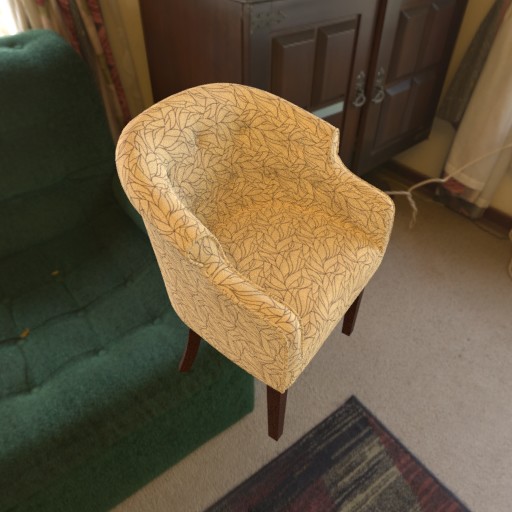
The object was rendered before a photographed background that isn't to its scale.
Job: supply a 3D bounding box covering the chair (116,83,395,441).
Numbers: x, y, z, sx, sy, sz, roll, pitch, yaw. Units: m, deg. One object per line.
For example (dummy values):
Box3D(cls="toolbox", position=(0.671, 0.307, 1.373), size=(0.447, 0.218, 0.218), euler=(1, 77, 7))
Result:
Box3D(cls="chair", position=(0.000, 0.000, 1.335), size=(0.613, 0.858, 0.686), euler=(25, 47, 26))
